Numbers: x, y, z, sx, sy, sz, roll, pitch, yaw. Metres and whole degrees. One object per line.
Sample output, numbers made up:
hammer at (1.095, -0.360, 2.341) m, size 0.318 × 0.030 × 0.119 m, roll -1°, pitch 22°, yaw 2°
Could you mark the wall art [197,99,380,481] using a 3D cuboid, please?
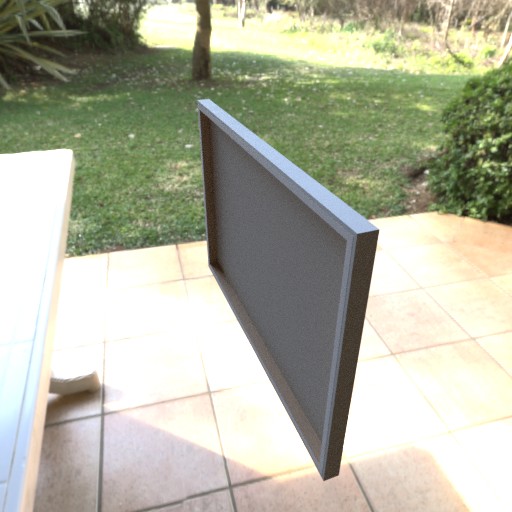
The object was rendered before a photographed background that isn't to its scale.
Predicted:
wall art at (0.000, 0.000, 1.168) m, size 0.038 × 0.610 × 0.915 m, roll -11°, pitch 33°, yaw -18°
